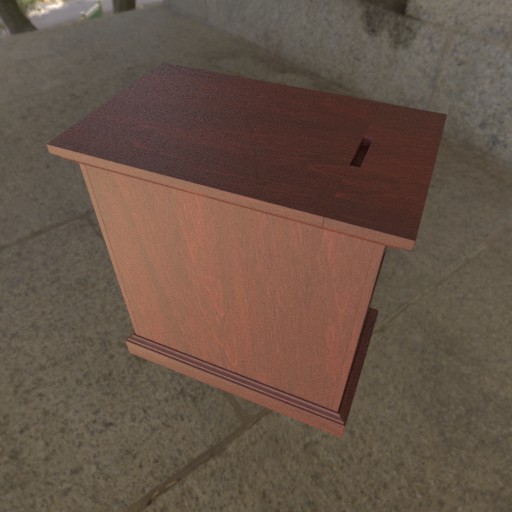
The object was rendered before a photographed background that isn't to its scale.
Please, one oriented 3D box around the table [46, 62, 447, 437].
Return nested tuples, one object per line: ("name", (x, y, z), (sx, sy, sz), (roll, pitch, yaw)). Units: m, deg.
("table", (0.000, 0.000, 0.967), (0.584, 0.612, 0.356), (17, 48, 16))
